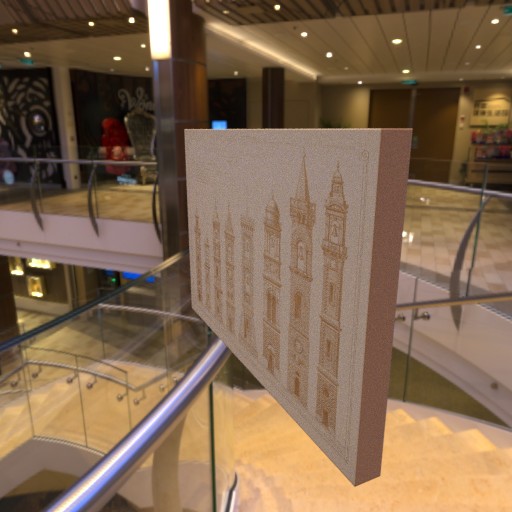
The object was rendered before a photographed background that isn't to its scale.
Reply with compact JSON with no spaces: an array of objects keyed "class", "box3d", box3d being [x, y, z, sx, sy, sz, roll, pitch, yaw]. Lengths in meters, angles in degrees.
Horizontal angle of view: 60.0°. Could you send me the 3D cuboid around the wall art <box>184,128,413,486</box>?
[{"class":"wall art","box3d":[0.000,0.000,0.740,0.039,0.407,0.609,-8,18,-25]}]
